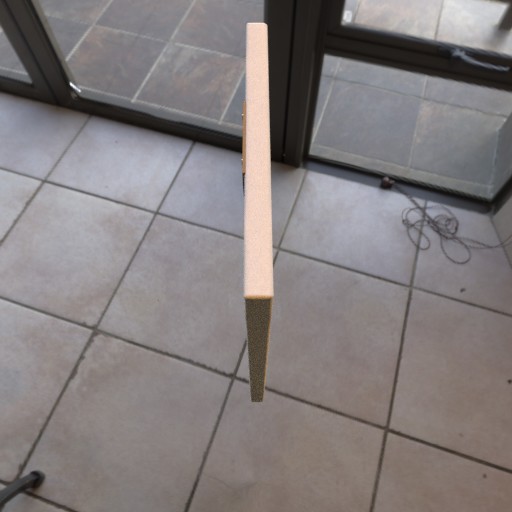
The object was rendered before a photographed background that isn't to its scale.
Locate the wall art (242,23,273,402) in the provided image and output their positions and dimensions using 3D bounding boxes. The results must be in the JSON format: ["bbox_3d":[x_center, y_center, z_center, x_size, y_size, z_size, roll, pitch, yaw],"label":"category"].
[{"bbox_3d":[0.000,0.000,1.173,0.048,0.916,0.602,0,63,0],"label":"wall art"}]
